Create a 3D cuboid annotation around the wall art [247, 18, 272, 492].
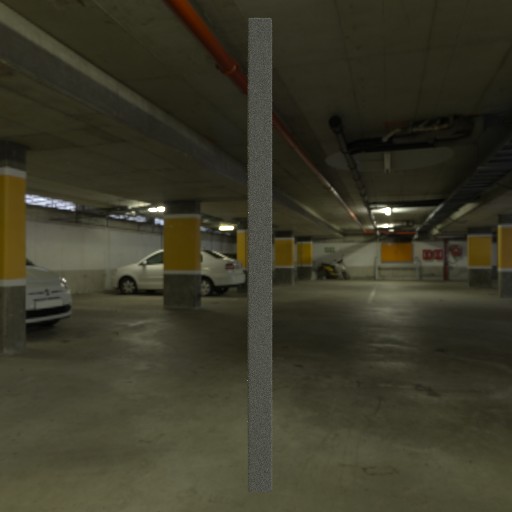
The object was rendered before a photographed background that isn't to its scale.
[{"bbox_3d":[0.000,0.000,0.745,0.028,0.556,0.454,0,-1,-1],"label":"wall art"}]
